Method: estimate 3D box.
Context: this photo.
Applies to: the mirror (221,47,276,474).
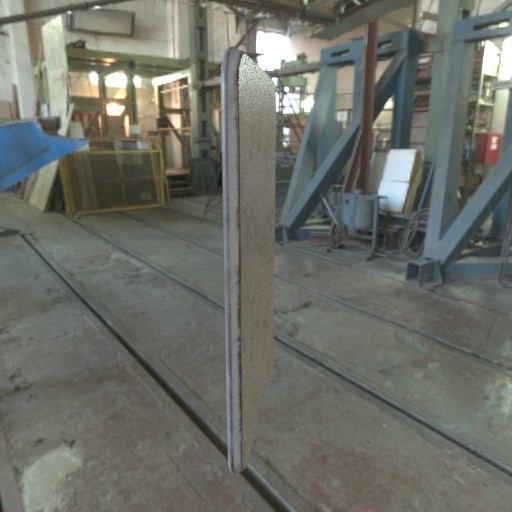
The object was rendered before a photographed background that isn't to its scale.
[{"bbox_3d":[0.000,0.000,0.890,0.024,0.713,0.461,2,15,9],"label":"mirror"}]
